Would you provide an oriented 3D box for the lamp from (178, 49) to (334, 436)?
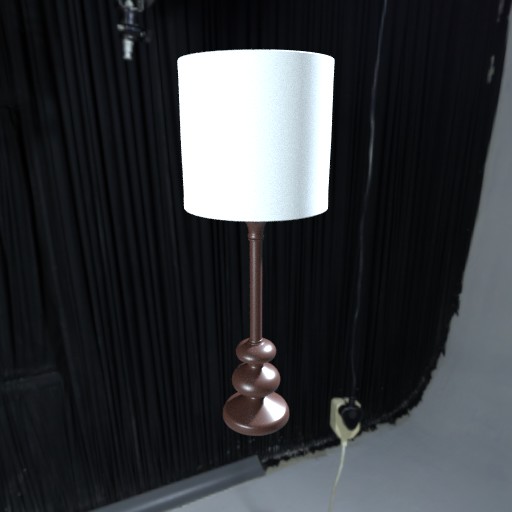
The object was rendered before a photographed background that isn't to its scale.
[{"bbox_3d":[0.000,0.000,0.823,0.254,0.690,0.254,-7,18,-23],"label":"lamp"}]
